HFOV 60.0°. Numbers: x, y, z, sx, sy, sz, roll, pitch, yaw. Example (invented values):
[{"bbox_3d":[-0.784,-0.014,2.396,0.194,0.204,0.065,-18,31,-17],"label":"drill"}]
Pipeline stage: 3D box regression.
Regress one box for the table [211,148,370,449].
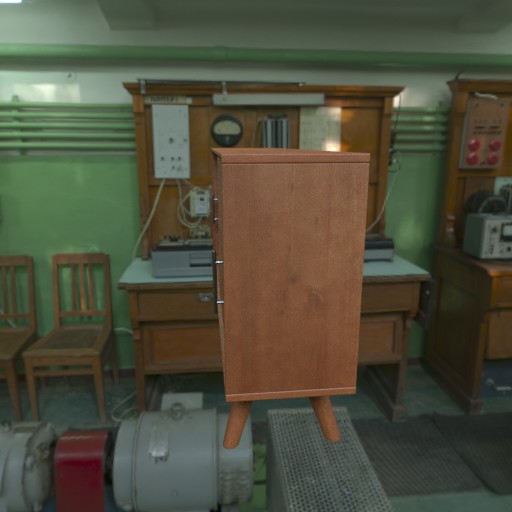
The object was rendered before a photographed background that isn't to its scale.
[{"bbox_3d":[0.000,0.000,1.492,0.308,0.698,1.220,-2,14,-6],"label":"table"}]
